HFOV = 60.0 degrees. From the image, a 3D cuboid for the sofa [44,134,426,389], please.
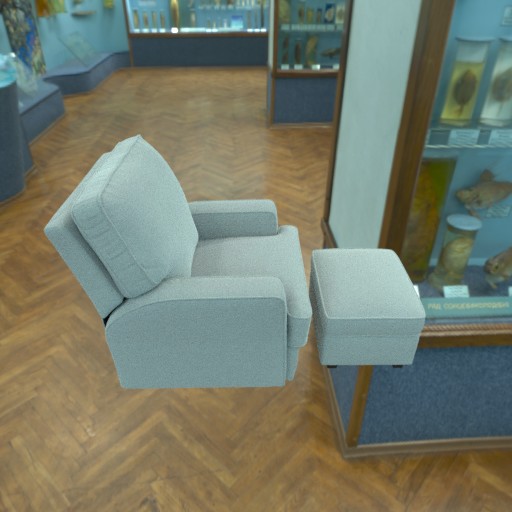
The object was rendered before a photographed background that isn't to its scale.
[{"bbox_3d":[0.000,0.000,2.032,1.472,0.959,0.861,0,33,0],"label":"sofa"}]
